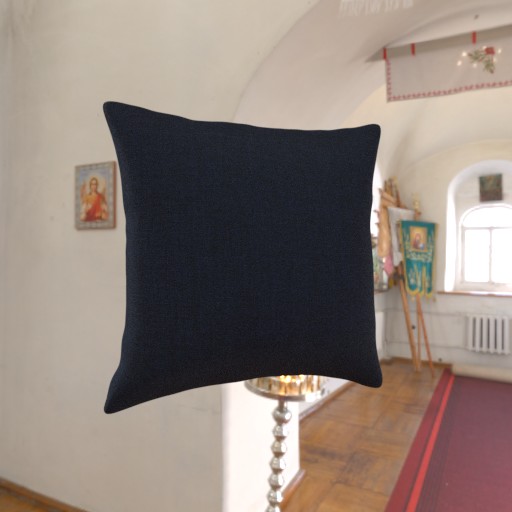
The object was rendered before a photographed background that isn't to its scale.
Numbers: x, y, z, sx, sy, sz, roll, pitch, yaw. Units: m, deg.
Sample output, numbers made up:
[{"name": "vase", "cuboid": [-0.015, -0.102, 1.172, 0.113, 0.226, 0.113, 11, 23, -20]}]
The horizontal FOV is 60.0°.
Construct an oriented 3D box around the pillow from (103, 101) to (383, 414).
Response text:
[{"name": "pillow", "cuboid": [0.000, 0.000, 0.660, 0.431, 0.431, 0.141, 0, 0, -18]}]
